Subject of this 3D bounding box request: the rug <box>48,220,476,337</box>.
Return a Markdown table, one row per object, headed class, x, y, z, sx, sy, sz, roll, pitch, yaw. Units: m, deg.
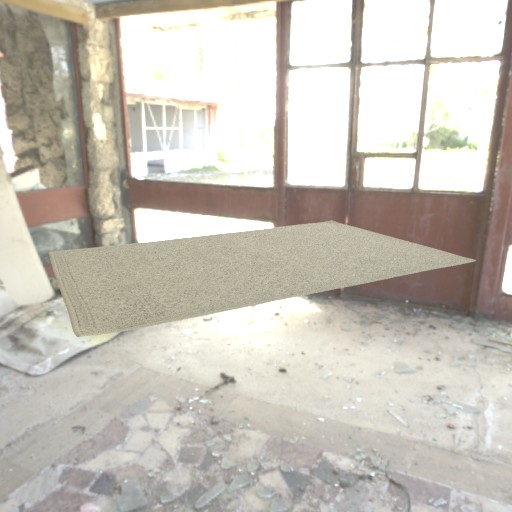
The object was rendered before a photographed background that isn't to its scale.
| class | x | y | z | sx | sy | sz | roll | pitch | yaw |
| --- | --- | --- | --- | --- | --- | --- | --- | --- | --- |
| rug | 0.000 | 0.000 | 2.362 | 1.947 | 0.023 | 1.214 | -8 | 17 | -27 |
